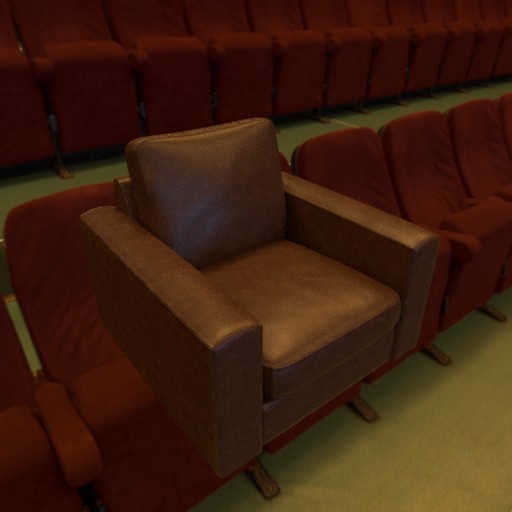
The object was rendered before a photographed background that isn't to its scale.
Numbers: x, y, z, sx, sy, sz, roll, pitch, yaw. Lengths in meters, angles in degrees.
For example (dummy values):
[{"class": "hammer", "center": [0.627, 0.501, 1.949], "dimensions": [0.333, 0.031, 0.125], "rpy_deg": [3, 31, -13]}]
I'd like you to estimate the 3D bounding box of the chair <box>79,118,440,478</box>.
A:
[{"class": "chair", "center": [0.000, 0.000, 1.727], "dimensions": [1.005, 0.873, 1.016], "rpy_deg": [-21, 36, -32]}]
